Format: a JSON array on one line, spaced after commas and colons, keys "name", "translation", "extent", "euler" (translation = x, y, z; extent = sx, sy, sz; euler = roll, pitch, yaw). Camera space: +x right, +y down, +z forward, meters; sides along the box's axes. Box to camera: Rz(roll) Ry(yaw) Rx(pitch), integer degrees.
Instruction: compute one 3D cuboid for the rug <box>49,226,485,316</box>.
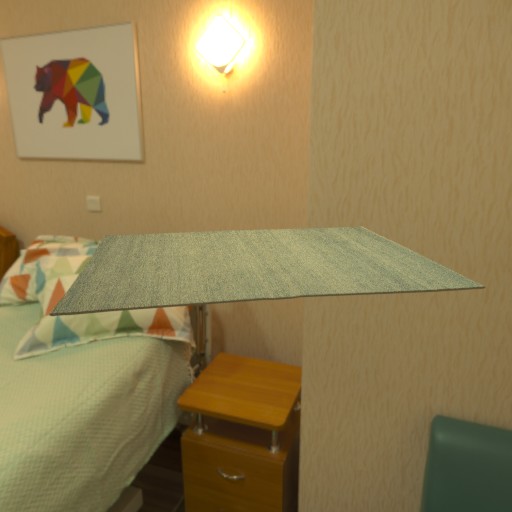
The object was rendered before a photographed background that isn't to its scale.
[{"name": "rug", "translation": [0.000, 0.000, 4.361], "extent": [3.237, 0.046, 2.461], "euler": [-2, 15, -9]}]
